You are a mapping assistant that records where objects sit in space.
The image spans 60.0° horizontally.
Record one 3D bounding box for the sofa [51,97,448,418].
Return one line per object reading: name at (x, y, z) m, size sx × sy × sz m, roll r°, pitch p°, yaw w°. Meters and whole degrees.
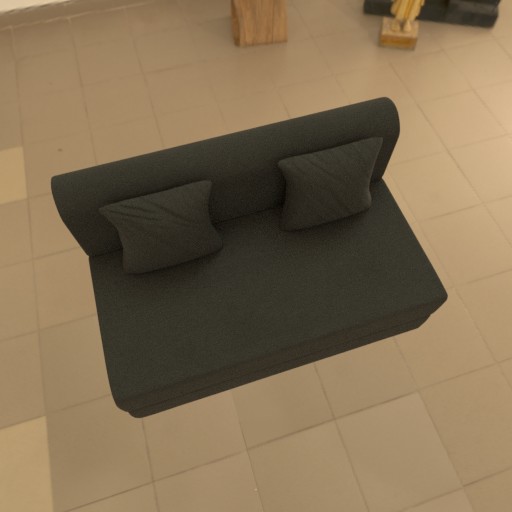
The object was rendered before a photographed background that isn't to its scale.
sofa at (0.000, 0.000, 1.681) m, size 1.225 × 0.670 × 0.762 m, roll -16°, pitch 63°, yaw -8°
